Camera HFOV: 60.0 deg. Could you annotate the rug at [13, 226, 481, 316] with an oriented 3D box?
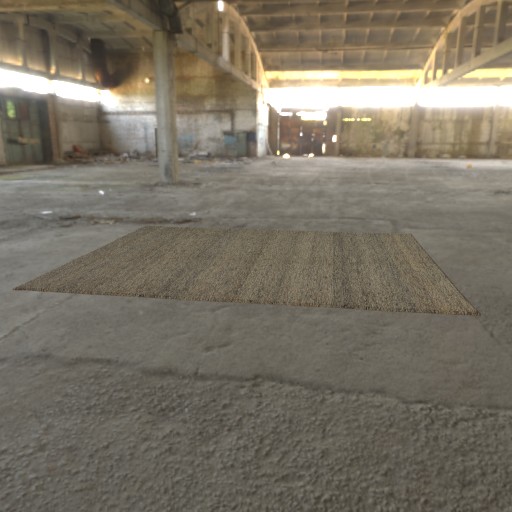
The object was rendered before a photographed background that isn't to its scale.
[{"bbox_3d":[0.000,0.000,4.132,3.199,0.036,2.414,2,15,9],"label":"rug"}]
